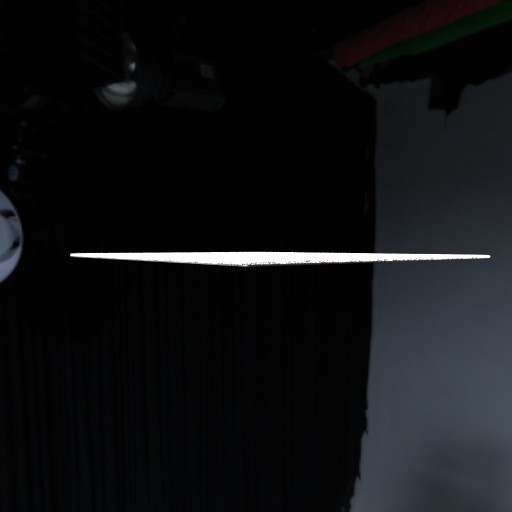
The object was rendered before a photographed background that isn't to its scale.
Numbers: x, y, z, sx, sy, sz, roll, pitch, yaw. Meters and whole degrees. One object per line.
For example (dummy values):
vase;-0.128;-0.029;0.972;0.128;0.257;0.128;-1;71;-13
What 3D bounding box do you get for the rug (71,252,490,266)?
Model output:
rug;0.000;0.000;4.028;2.438;0.029;3.047;-1;1;-37
